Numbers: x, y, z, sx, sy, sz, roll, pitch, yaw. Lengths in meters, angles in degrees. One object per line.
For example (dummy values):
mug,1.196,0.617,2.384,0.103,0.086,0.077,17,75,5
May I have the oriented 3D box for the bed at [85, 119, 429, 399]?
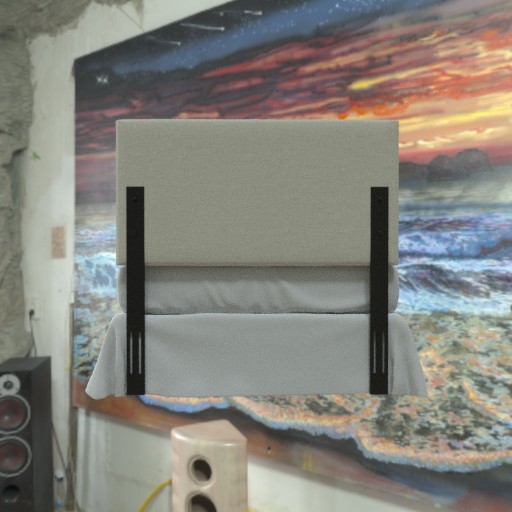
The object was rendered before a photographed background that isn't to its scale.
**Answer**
bed,0.000,0.000,3.545,1.936,1.577,2.222,0,0,0
